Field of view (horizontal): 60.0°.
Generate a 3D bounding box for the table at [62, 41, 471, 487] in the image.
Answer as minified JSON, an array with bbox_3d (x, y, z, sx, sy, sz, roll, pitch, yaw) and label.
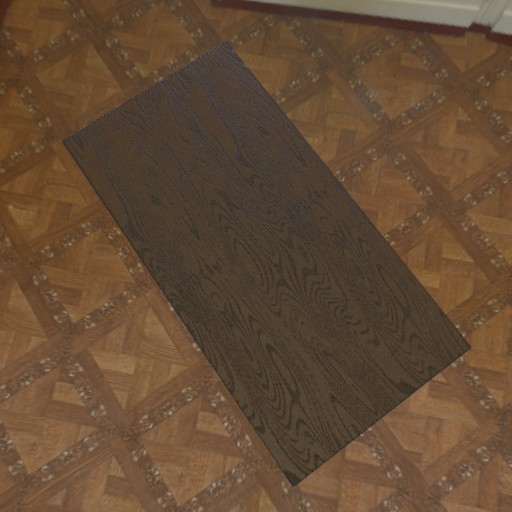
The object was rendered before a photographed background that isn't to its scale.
[{"bbox_3d":[0.000,0.000,2.508,1.016,0.762,1.981,-35,80,-7],"label":"table"}]
